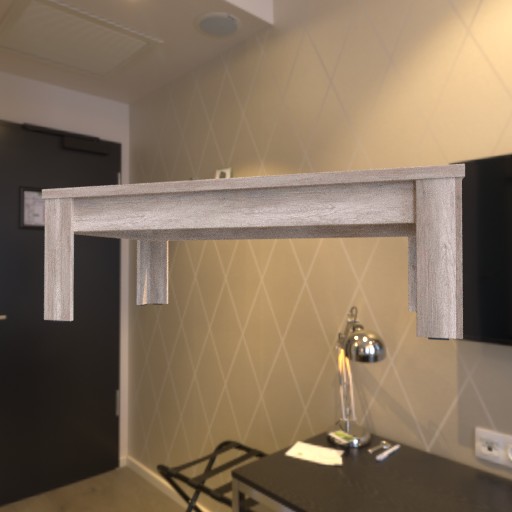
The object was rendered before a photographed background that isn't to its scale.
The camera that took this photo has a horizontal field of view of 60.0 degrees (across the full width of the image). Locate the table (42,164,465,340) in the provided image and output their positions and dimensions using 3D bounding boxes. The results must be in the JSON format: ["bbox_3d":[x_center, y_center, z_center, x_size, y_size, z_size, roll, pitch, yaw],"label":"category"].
[{"bbox_3d":[0.000,0.000,1.679,1.350,0.460,0.700,0,-1,17],"label":"table"}]
